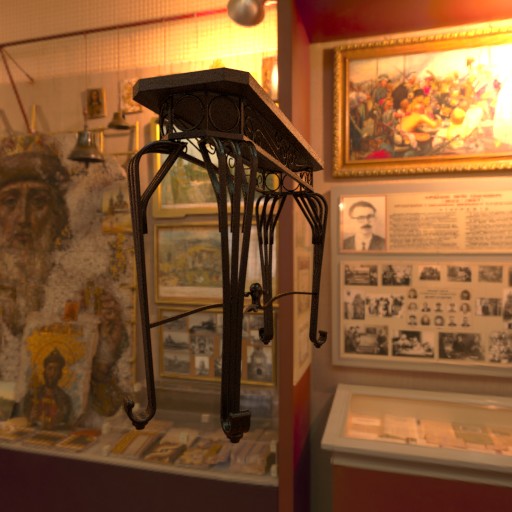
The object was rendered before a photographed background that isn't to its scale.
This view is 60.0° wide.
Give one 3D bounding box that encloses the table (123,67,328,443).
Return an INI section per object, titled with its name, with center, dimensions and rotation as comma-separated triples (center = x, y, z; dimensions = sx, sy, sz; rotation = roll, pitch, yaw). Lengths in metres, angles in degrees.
[table]
center = 0.000, 0.000, 1.479
dimensions = 0.329, 0.800, 1.112
rotation = 0, 0, 18
